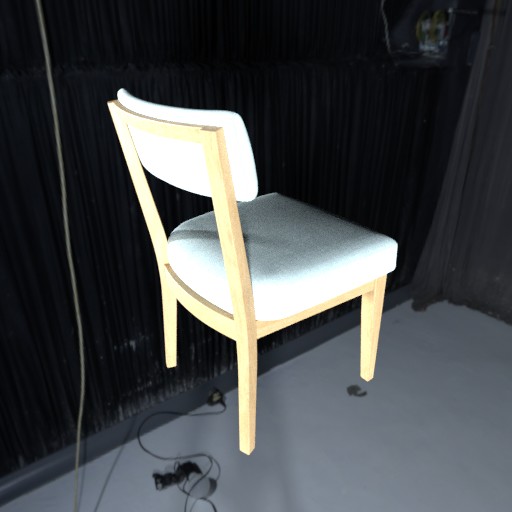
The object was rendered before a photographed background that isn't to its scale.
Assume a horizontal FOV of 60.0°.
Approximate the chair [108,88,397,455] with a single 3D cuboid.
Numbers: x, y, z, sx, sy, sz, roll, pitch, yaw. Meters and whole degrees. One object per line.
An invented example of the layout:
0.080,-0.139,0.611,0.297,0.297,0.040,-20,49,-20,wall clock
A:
0.000,0.000,1.182,0.572,0.832,0.508,-19,32,-33,chair
